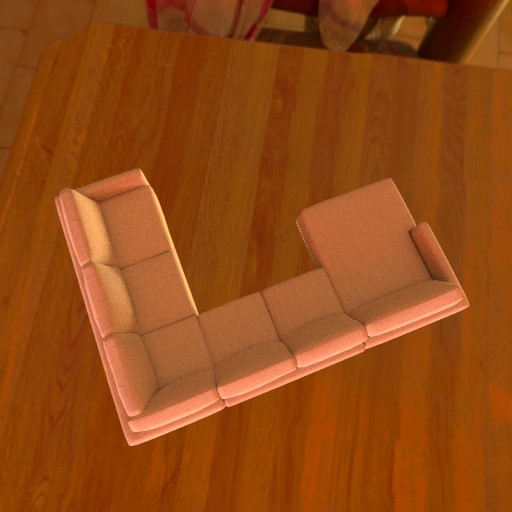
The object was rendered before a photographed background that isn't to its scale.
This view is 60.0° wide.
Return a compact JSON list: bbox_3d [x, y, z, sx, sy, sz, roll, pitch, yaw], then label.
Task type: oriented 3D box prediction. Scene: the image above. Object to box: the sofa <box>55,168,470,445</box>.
[{"bbox_3d":[0.000,0.000,4.630,3.460,0.961,2.594,-21,76,-5],"label":"sofa"}]
